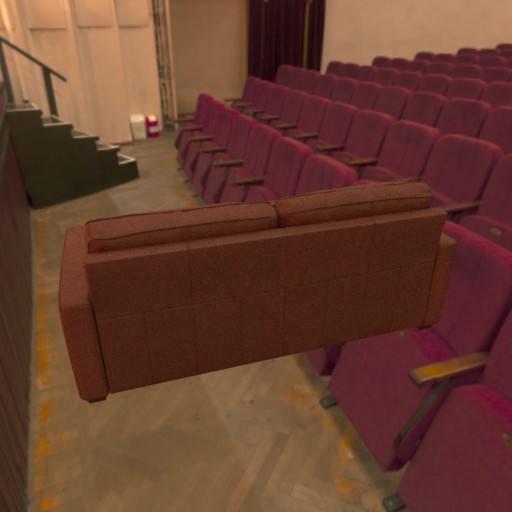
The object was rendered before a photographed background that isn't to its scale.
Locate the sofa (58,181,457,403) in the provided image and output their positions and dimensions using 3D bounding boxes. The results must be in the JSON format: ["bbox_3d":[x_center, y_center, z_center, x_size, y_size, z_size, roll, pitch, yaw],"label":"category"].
[{"bbox_3d":[0.000,0.000,2.580,2.080,0.919,0.940,-9,28,-16],"label":"sofa"}]
